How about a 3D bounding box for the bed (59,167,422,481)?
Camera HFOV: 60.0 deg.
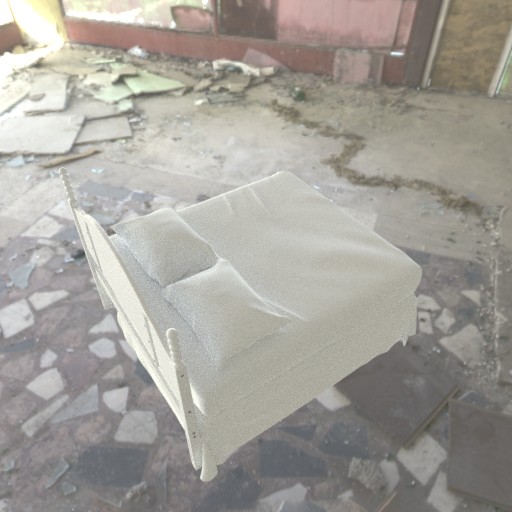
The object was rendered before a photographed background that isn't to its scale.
[{"bbox_3d":[0.000,0.000,3.254,2.040,1.356,1.873,-25,48,-25],"label":"bed"}]
